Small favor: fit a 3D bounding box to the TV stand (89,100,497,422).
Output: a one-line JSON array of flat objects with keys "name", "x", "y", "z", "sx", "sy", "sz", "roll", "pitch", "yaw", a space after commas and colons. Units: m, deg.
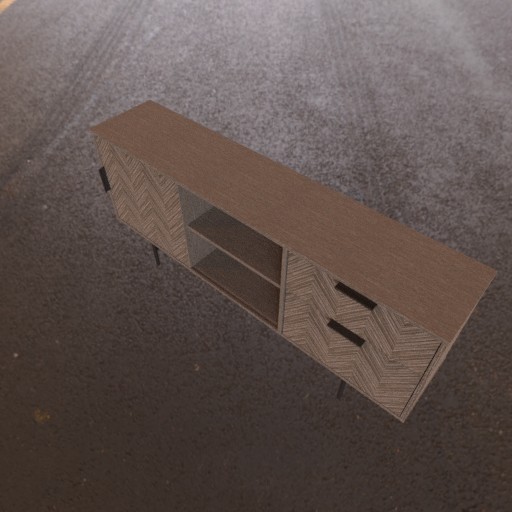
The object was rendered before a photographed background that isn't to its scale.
[{"name": "TV stand", "x": 0.000, "y": 0.000, "z": 2.079, "sx": 1.804, "sy": 0.787, "sz": 0.405, "roll": 32, "pitch": 55, "yaw": 27}]
